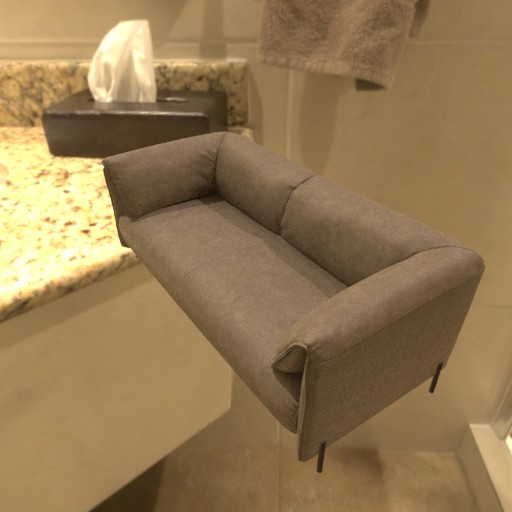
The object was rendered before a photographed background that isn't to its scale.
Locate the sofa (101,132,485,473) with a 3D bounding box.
[{"bbox_3d":[0.000,0.000,2.283,0.905,0.747,1.878,-21,38,-28],"label":"sofa"}]
